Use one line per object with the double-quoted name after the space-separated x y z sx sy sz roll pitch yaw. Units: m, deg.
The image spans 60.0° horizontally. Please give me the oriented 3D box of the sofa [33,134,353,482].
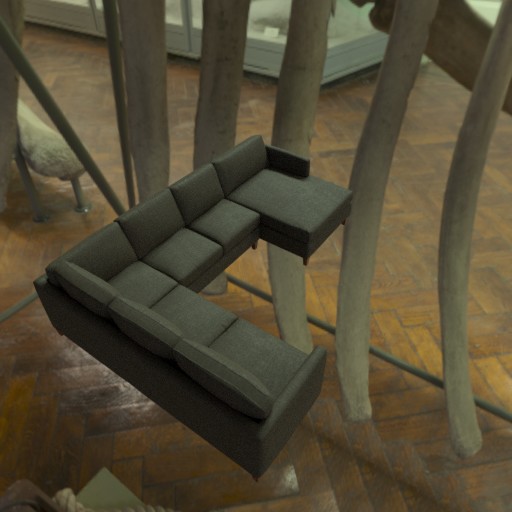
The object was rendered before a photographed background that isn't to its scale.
0.000 0.000 4.664 2.594 0.961 3.460 25 47 26 "sofa"
